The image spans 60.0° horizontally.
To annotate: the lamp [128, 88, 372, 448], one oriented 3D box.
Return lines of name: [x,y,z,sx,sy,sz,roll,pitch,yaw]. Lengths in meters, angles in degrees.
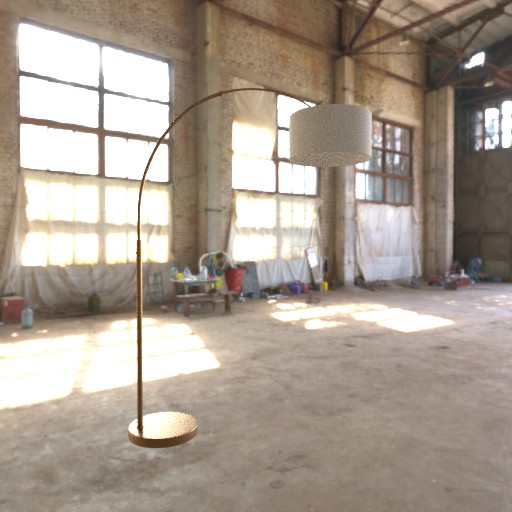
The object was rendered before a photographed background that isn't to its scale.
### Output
lamp: [0.000,0.000,2.563,1.434,1.927,0.493,0,1,-18]
